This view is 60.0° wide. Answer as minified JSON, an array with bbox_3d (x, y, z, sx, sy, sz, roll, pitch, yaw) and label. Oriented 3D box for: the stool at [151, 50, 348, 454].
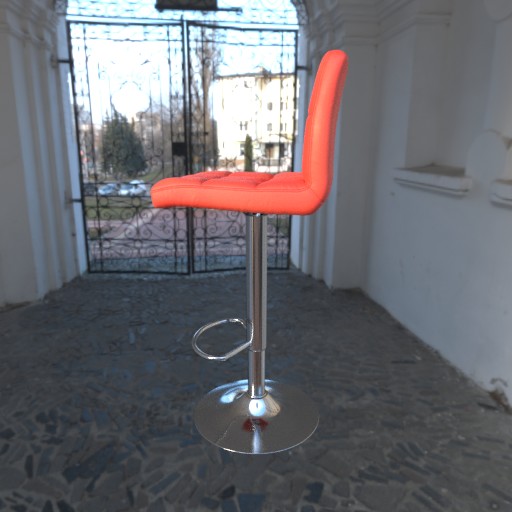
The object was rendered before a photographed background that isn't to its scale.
[{"bbox_3d":[0.000,0.000,1.381,0.505,1.115,0.430,2,15,9],"label":"stool"}]
